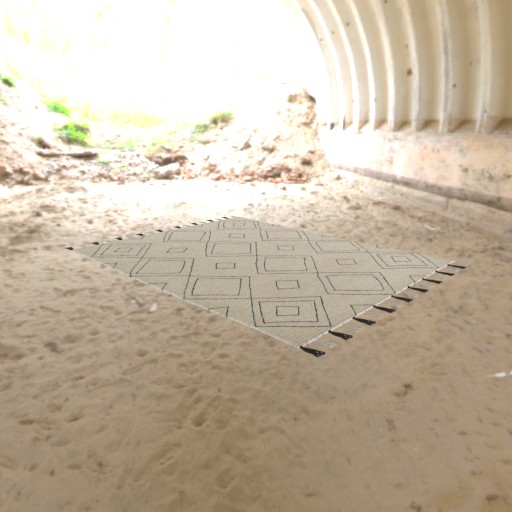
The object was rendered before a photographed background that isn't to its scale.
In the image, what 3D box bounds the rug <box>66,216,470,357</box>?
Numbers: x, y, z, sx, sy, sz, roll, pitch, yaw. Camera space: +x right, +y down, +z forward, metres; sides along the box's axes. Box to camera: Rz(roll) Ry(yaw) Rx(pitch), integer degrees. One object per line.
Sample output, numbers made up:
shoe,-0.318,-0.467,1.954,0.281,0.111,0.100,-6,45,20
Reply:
rug,0.000,0.000,4.310,3.221,0.026,2.342,15,23,42
